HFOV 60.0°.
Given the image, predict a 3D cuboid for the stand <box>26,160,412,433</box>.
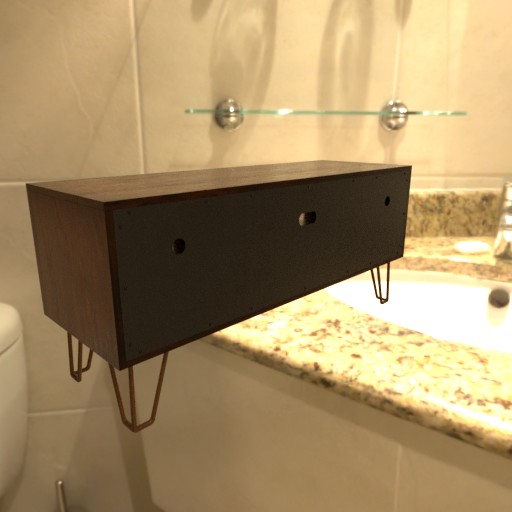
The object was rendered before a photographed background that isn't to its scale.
[{"bbox_3d":[0.000,0.000,1.640,1.372,0.610,0.481,-15,22,-43],"label":"stand"}]
